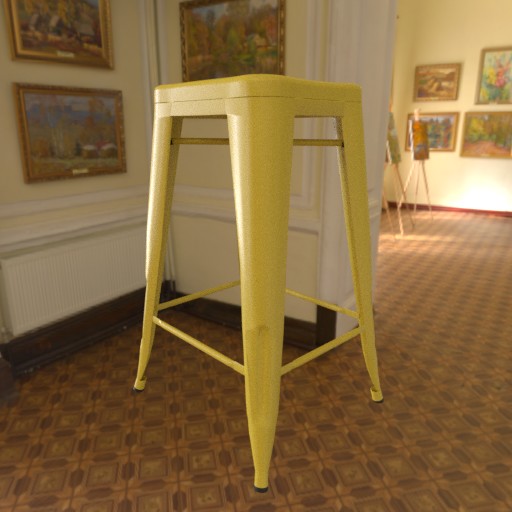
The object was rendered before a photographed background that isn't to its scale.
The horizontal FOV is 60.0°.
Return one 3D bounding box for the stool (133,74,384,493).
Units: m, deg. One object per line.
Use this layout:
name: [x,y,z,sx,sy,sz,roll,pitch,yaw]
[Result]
stool: [0.000,0.000,0.844,0.359,0.609,0.399,-15,22,-42]
